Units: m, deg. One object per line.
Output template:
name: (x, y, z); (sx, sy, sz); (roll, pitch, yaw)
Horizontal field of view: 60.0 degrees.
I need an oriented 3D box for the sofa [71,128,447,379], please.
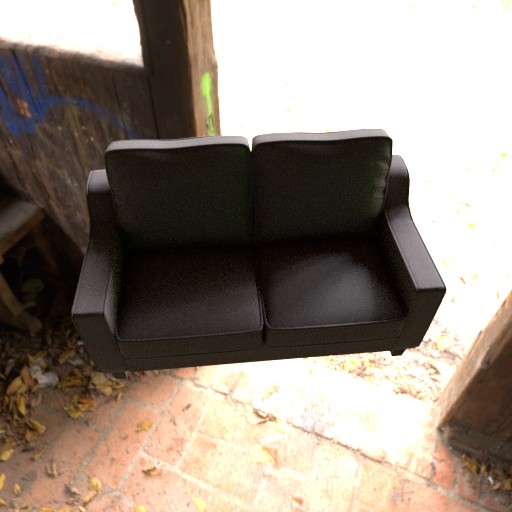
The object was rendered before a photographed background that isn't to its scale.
sofa: (0.000, 0.000, 2.061); (1.500, 0.948, 0.791); (-4, 46, -4)
